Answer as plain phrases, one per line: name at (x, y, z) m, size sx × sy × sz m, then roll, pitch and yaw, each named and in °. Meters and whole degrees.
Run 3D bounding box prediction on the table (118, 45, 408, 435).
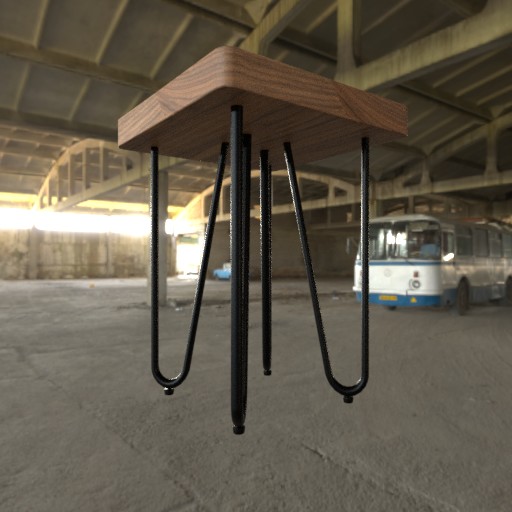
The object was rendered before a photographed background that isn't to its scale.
table at (0.000, 0.000, 1.001) m, size 0.479 × 0.641 × 0.480 m, roll 0°, pitch -1°, yaw -37°
